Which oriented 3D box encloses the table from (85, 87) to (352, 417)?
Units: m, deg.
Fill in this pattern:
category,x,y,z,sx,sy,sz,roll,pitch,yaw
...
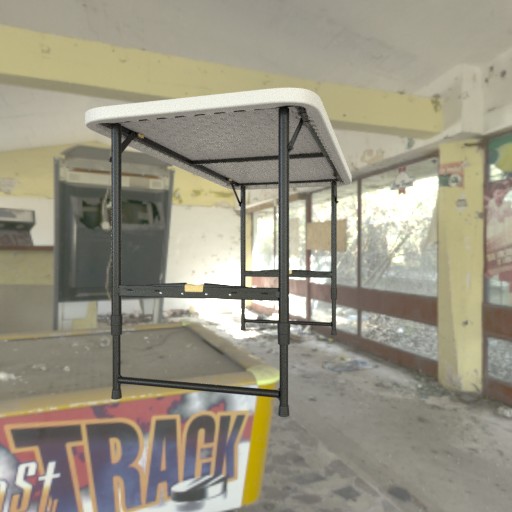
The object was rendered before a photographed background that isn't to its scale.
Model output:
category,x,y,z,sx,sy,sz,roll,pitch,yaw
table,0.000,0.000,1.609,0.610,0.737,1.219,0,0,16
